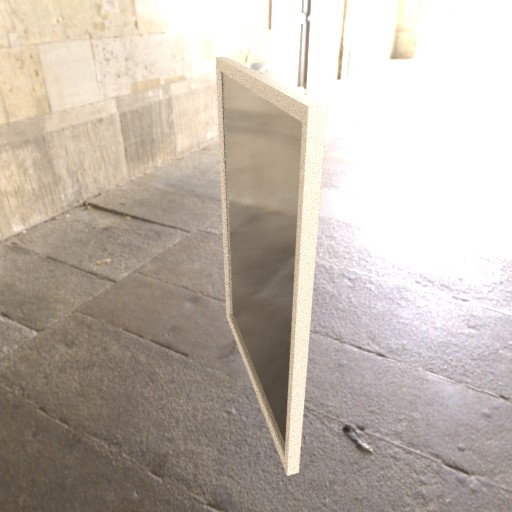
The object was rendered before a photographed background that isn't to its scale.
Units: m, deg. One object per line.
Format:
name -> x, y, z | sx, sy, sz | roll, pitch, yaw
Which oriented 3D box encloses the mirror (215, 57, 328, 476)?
mirror -> 0.000, 0.000, 1.326 | 0.040, 1.016, 0.762 | -8, 31, -14
